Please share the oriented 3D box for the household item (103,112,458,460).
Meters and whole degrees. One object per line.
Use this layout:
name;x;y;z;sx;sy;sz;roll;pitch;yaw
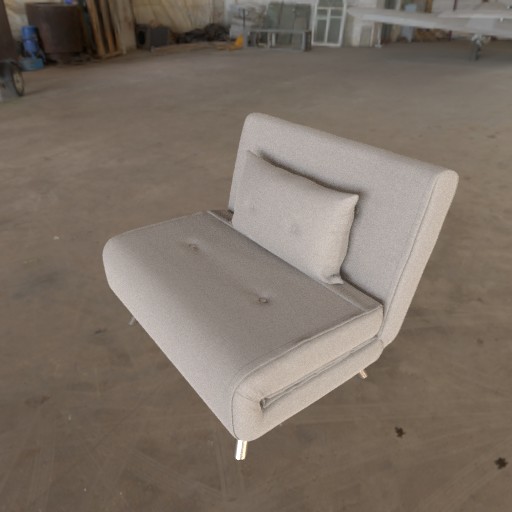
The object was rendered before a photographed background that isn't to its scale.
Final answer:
household item;0.000;0.000;1.677;0.874;0.800;1.000;-21;36;-31
